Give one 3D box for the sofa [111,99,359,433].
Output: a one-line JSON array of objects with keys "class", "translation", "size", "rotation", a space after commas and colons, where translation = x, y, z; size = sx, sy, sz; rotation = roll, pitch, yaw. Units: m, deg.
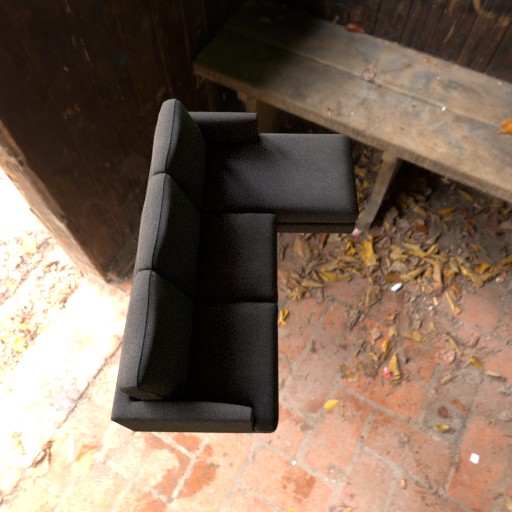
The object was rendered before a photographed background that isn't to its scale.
[{"class": "sofa", "translation": [0.000, 0.000, 3.024], "size": [1.504, 0.956, 2.233], "rotation": [1, 62, 0]}]
